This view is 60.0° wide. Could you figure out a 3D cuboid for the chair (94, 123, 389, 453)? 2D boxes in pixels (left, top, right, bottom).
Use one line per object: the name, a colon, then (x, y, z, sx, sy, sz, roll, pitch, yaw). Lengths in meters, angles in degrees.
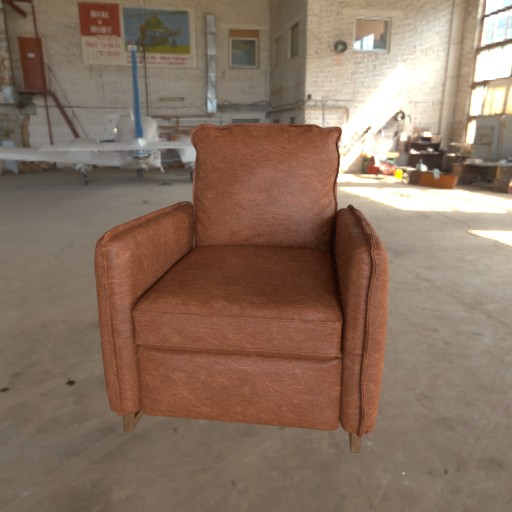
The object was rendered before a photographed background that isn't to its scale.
chair: (0.000, 0.000, 1.580, 0.830, 0.922, 0.922, 2, 16, 7)
